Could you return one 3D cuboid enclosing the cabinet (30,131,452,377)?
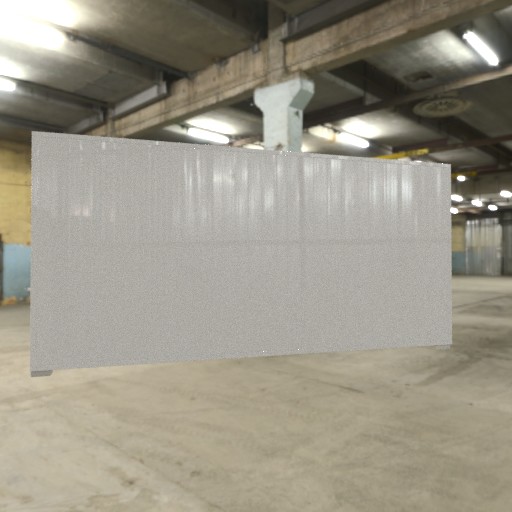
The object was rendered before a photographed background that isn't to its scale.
[{"bbox_3d":[0.000,0.000,1.870,1.650,0.800,0.400,0,-1,-17],"label":"cabinet"}]
